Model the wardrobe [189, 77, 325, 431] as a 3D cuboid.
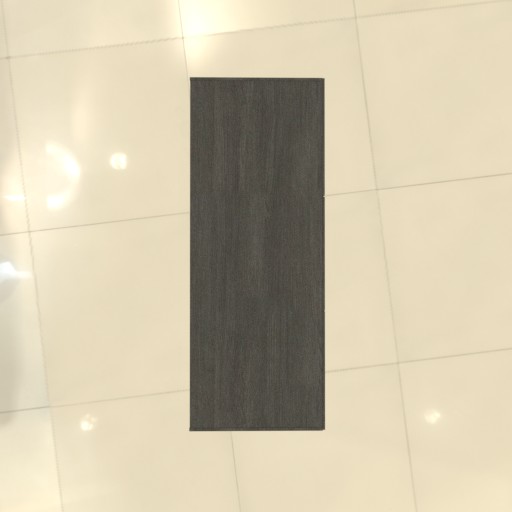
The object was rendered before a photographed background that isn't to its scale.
[{"bbox_3d":[0.000,0.000,2.572,0.510,1.910,1.290,0,89,-1],"label":"wardrobe"}]
